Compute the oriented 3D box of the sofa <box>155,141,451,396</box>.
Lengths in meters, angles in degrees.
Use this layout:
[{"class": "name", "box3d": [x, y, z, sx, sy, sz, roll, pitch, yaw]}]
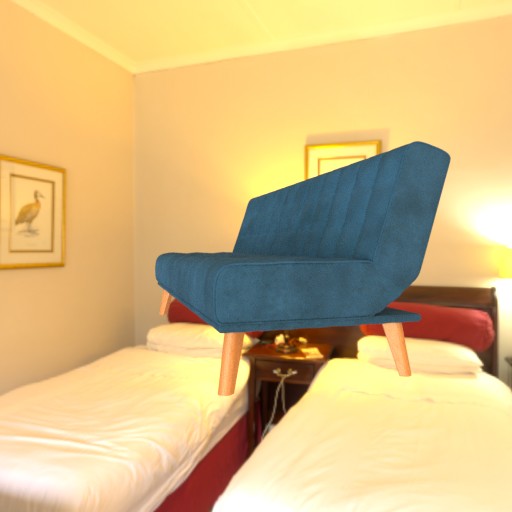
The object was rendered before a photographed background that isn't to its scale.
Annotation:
[{"class": "sofa", "box3d": [0.000, 0.000, 2.286, 0.855, 0.813, 1.804, 0, 1, -18]}]
